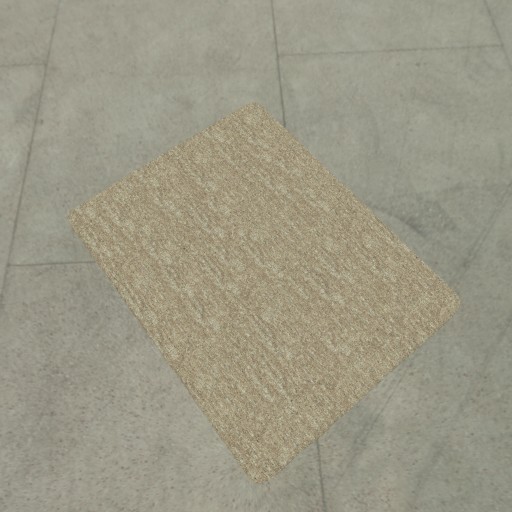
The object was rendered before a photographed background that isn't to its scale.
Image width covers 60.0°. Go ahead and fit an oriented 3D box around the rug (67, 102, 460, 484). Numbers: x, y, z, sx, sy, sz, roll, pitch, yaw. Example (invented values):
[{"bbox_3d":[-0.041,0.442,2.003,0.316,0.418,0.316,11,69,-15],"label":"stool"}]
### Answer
[{"bbox_3d":[0.000,0.000,3.854,2.242,0.050,2.873,-36,70,-15],"label":"rug"}]
